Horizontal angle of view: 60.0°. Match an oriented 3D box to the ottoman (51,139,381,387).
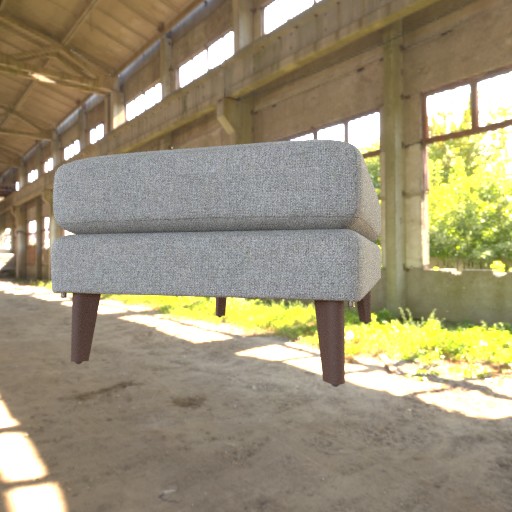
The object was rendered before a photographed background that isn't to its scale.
[{"bbox_3d":[0.000,0.000,1.172,0.611,0.441,0.821,0,0,18],"label":"ottoman"}]
